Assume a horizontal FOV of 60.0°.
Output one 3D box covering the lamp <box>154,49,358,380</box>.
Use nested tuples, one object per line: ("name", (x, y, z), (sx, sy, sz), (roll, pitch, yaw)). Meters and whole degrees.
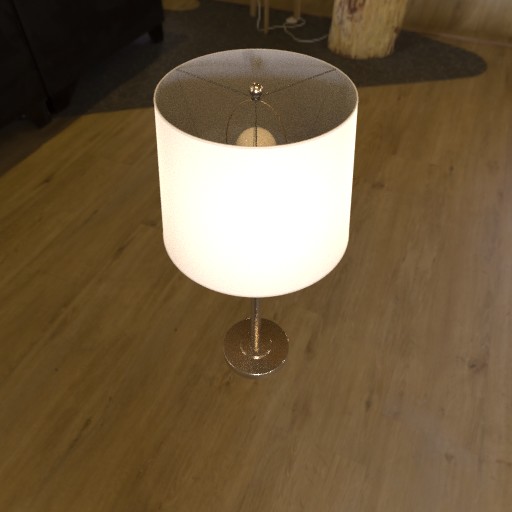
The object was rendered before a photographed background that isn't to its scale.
("lamp", (0.000, 0.000, 0.864), (0.333, 0.696, 0.333), (0, 47, 0))
